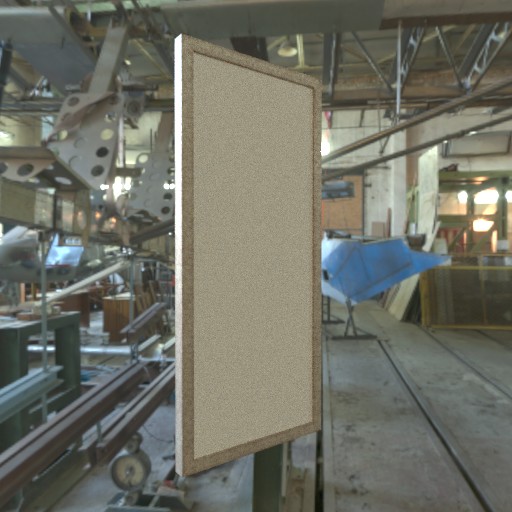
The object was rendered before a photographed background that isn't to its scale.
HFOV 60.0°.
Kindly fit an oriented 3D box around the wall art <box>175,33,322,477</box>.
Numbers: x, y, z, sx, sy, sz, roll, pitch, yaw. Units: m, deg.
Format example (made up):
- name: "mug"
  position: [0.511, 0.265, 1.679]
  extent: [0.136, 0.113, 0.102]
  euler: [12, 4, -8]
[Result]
- name: "wall art"
  position: [0.000, 0.000, 1.672]
  extent: [0.648, 1.461, 0.051]
  euler: [0, 1, -37]
